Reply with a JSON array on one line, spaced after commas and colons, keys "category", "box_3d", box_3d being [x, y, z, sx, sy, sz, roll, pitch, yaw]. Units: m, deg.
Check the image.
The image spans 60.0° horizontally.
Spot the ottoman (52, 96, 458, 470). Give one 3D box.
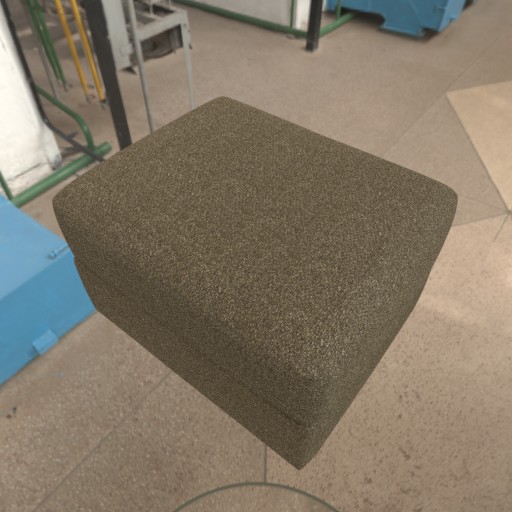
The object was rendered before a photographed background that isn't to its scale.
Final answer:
[{"category": "ottoman", "box_3d": [0.000, 0.000, 1.102, 0.742, 0.476, 0.598, 30, 54, 25]}]
